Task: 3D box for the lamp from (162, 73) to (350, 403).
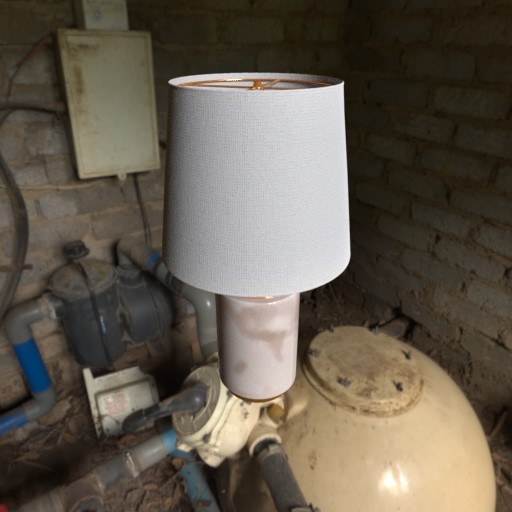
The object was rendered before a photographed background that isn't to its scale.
[{"bbox_3d":[0.000,0.000,0.458,0.189,0.340,0.189,0,27,0],"label":"lamp"}]
